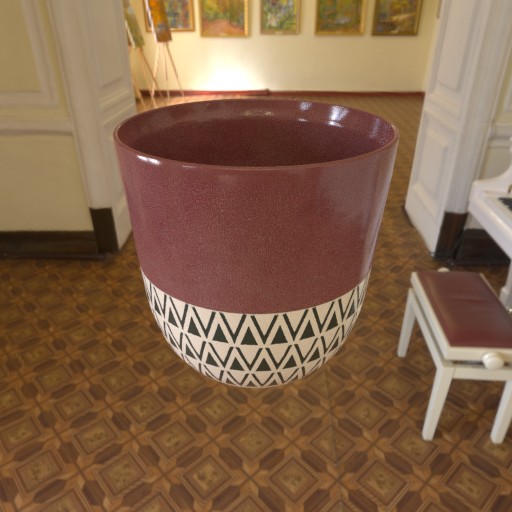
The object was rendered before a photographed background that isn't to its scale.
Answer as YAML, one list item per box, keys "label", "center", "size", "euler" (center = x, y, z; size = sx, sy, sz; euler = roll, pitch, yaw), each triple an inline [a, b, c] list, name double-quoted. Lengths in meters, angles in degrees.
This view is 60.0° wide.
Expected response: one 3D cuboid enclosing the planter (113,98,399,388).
- label: "planter"
  center: [0.000, 0.000, 0.365]
  size: [0.195, 0.214, 0.195]
  euler: [0, 30, 0]
